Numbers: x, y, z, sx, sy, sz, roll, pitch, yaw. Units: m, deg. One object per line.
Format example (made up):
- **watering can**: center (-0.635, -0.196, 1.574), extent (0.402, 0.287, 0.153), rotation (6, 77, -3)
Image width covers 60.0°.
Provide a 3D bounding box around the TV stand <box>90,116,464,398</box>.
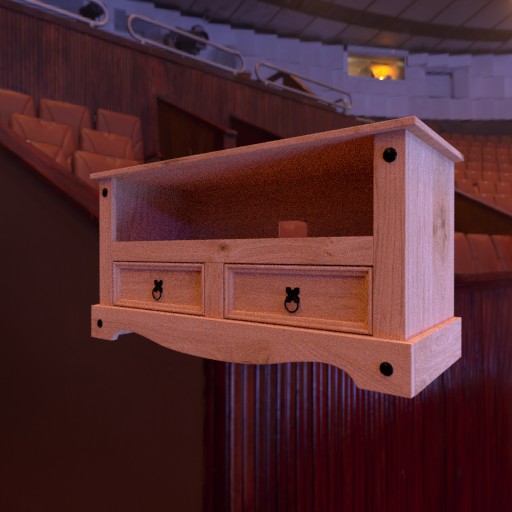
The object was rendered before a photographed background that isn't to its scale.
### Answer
- **TV stand**: center (0.000, 0.000, 1.349), extent (1.080, 0.550, 0.440), rotation (0, 1, 36)
